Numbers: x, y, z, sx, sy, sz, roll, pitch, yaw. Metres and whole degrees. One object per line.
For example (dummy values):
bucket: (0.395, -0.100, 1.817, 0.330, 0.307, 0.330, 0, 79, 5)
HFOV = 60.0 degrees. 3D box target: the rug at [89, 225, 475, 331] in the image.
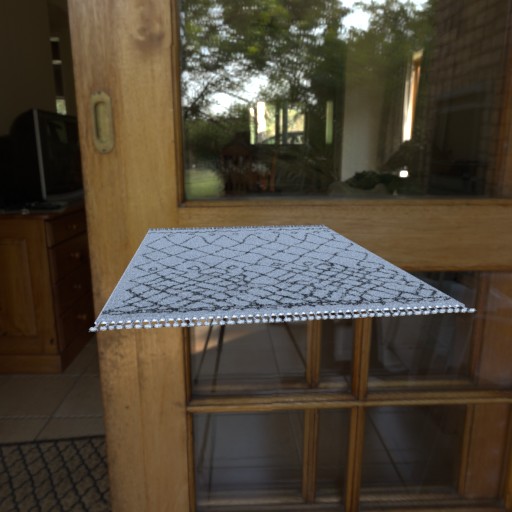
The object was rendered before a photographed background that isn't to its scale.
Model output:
rug: (0.000, 0.000, 2.922, 1.613, 0.017, 2.312, -2, 13, -7)
